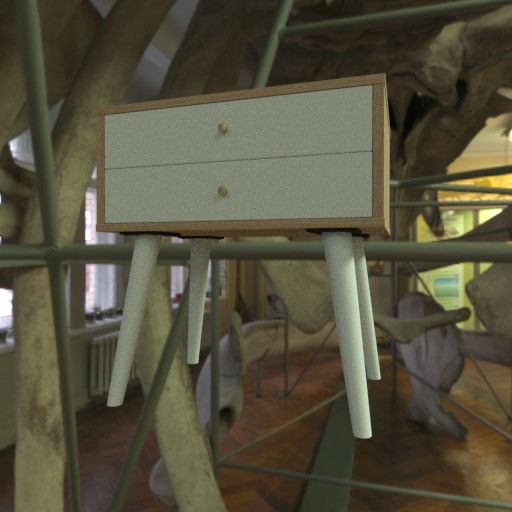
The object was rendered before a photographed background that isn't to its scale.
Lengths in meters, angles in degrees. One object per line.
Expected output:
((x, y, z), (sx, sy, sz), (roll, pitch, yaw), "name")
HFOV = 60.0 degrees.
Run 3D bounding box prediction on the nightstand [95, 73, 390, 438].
((0.000, 0.000, 1.002), (0.571, 0.610, 0.407), (0, 0, 18), "nightstand")
